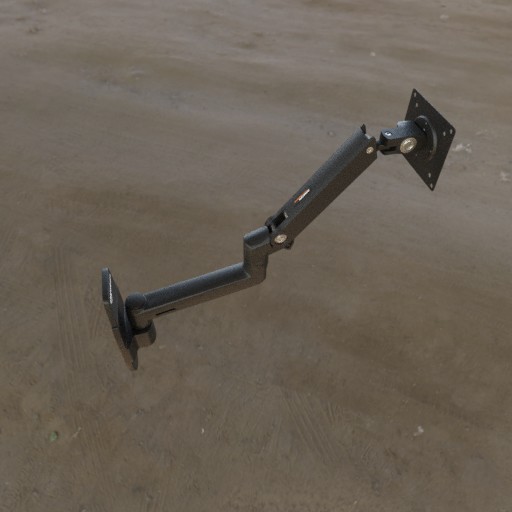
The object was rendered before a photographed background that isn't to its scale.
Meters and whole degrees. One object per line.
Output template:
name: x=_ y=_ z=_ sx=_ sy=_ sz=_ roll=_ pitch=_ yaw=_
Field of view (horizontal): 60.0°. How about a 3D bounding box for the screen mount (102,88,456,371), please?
screen mount: x=0.000 y=0.000 z=0.730 sx=0.495 sy=0.466 sz=0.115 roll=-10 pitch=49 yaw=-9
